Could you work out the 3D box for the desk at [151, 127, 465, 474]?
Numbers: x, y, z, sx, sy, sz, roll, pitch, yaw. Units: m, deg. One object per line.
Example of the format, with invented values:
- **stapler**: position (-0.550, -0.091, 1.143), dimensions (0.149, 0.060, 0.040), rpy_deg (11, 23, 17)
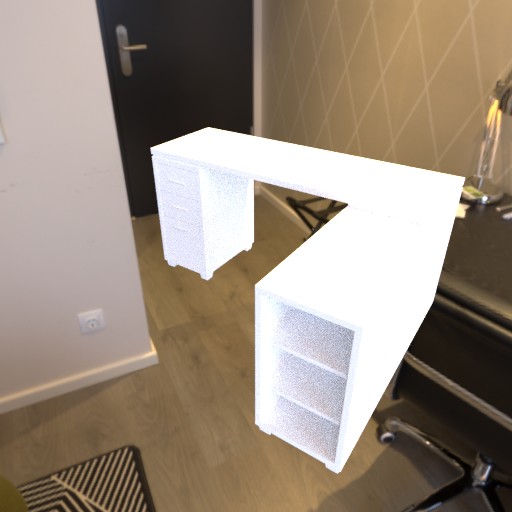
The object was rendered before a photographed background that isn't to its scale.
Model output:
- **desk**: position (0.000, 0.000, 2.185), dimensions (1.524, 0.759, 1.199), rpy_deg (19, 36, 28)
